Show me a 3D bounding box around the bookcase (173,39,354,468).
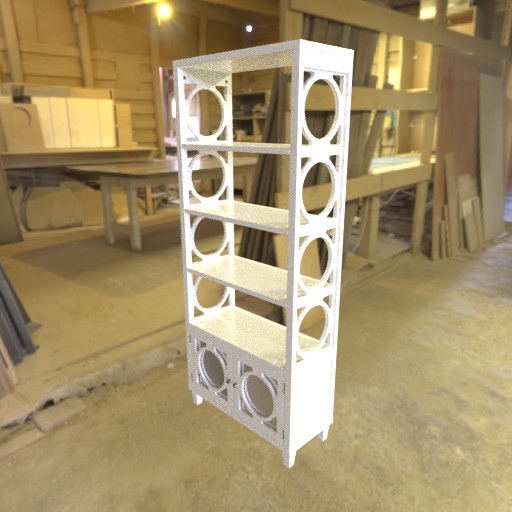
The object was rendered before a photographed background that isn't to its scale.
[{"bbox_3d":[0.000,0.000,2.152,0.761,1.869,0.361,16,23,43],"label":"bookcase"}]
